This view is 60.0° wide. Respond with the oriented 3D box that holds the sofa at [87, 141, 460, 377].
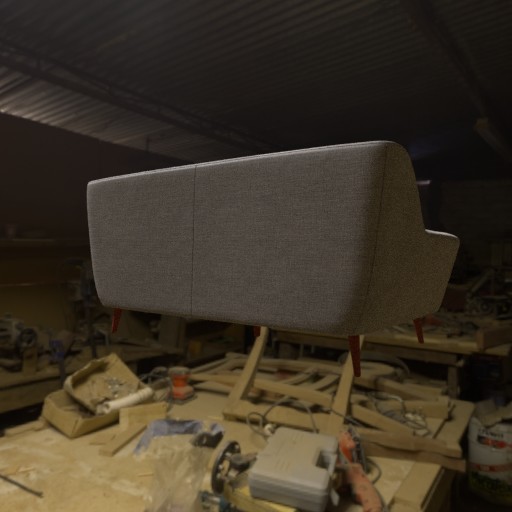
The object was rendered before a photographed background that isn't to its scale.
[{"bbox_3d":[0.000,0.000,2.445,1.930,0.897,0.976,1,1,35],"label":"sofa"}]
